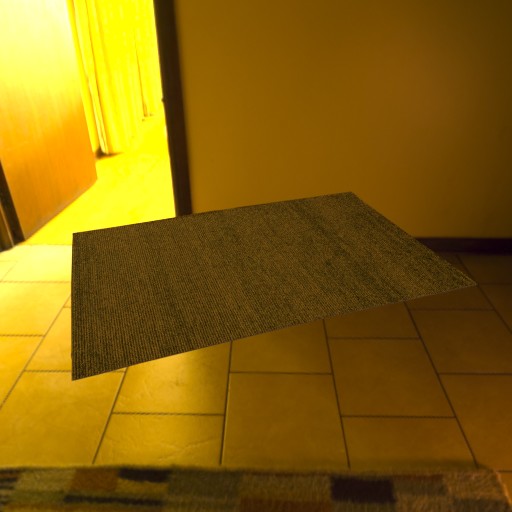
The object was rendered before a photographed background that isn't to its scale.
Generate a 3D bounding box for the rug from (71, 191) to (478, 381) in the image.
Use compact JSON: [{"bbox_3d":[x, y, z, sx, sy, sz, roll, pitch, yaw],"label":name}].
[{"bbox_3d":[0.000,0.000,2.258,1.777,0.021,1.145,-10,33,-16],"label":"rug"}]
